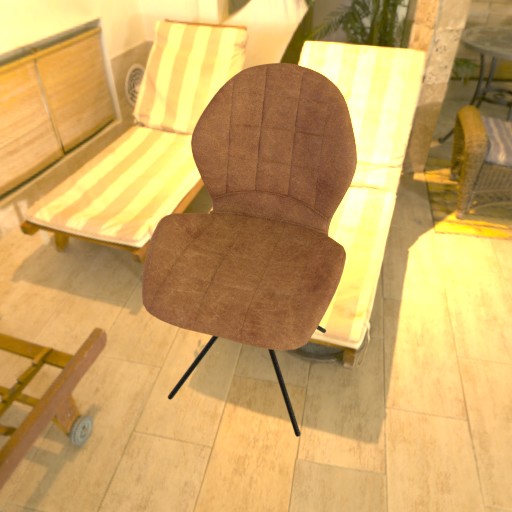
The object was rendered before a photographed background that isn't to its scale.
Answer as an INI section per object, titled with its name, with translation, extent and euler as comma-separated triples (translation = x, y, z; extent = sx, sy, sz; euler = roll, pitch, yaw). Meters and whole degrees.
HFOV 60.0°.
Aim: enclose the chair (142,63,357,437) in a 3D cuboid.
[chair]
translation = 0.000, 0.000, 1.316
extent = 0.527, 0.929, 0.640
euler = 11, 41, 13
